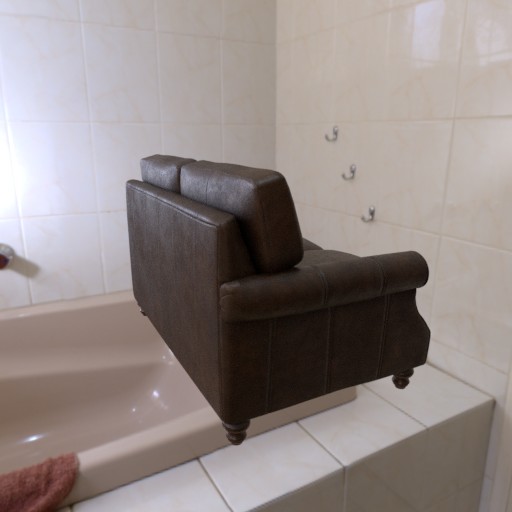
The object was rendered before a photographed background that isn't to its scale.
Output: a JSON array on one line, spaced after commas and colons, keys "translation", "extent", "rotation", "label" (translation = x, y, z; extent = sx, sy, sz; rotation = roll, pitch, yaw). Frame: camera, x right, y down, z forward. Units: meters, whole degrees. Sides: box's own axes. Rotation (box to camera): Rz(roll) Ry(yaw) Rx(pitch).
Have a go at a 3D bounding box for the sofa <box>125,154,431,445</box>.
[{"translation": [0.000, 0.000, 2.249], "extent": [0.990, 0.976, 1.616], "rotation": [-8, 17, -26], "label": "sofa"}]
